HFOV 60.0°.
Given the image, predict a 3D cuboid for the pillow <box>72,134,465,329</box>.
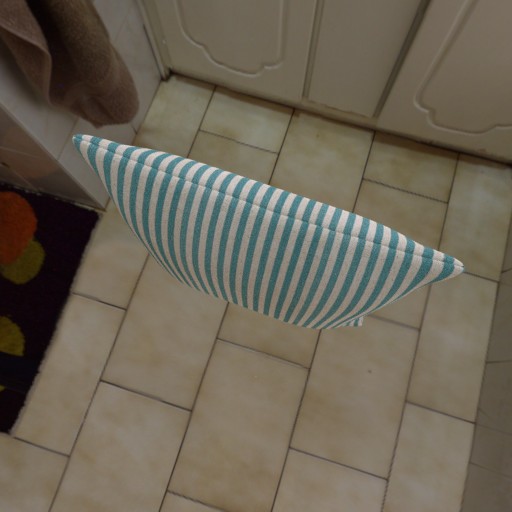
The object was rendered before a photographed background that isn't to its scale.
[{"bbox_3d":[0.000,0.000,0.789,0.523,0.510,0.166,19,76,5],"label":"pillow"}]
